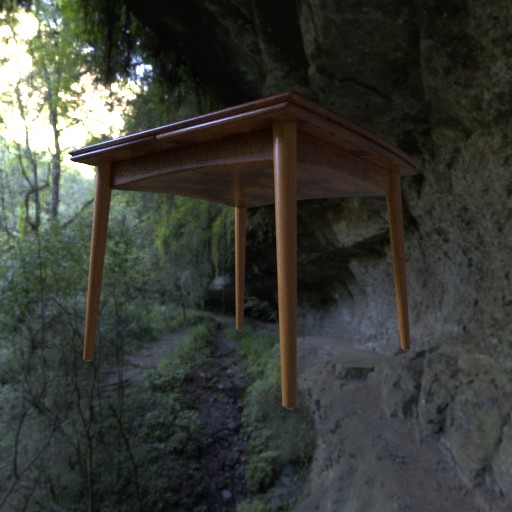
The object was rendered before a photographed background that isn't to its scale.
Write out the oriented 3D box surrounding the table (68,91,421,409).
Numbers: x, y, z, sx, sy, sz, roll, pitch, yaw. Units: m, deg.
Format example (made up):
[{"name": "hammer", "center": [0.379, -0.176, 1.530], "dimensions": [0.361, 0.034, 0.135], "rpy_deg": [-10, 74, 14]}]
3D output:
[{"name": "table", "center": [0.000, 0.000, 1.689], "dimensions": [0.991, 0.754, 0.991], "rpy_deg": [0, -1, 37]}]
